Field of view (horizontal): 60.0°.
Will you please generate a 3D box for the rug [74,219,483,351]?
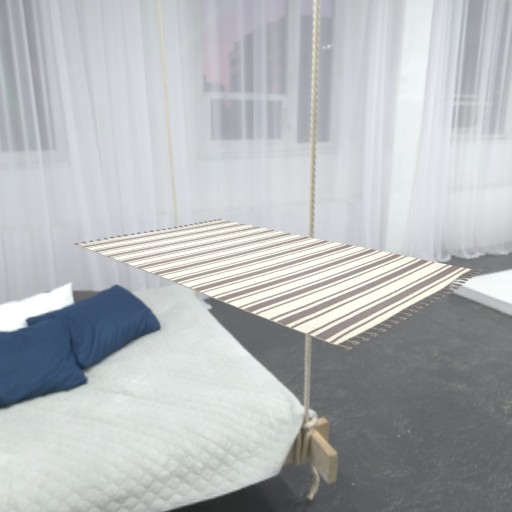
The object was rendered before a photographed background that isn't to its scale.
[{"bbox_3d":[0.000,0.000,2.544,1.229,0.011,2.096,-15,21,-43],"label":"rug"}]
